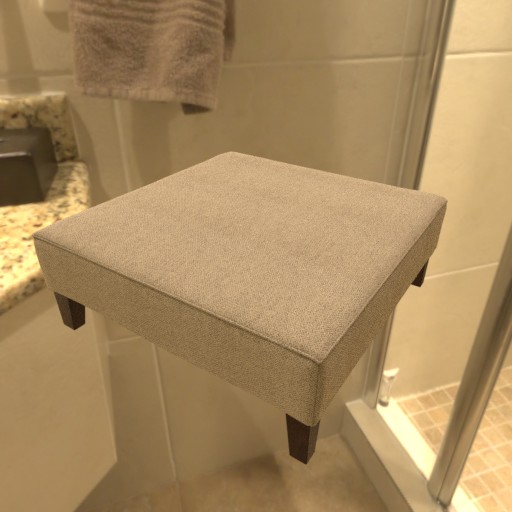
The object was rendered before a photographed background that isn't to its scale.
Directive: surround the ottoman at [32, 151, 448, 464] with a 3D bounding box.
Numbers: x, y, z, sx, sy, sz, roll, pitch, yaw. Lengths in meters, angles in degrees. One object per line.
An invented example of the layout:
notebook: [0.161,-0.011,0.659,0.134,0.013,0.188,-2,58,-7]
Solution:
ottoman: [0.000,0.000,1.497,0.973,0.381,0.982,19,35,29]
